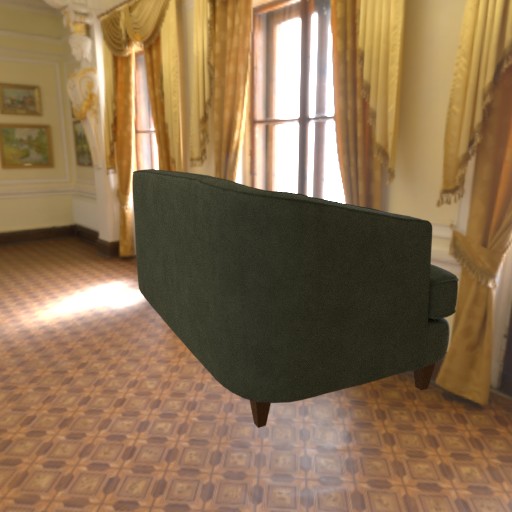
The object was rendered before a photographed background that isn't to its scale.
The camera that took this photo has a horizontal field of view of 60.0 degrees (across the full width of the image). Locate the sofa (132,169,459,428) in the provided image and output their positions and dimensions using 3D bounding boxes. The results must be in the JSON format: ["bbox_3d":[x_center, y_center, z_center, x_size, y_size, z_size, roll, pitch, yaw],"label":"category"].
[{"bbox_3d":[0.000,0.000,2.241,0.941,0.855,1.733,-7,15,-27],"label":"sofa"}]
